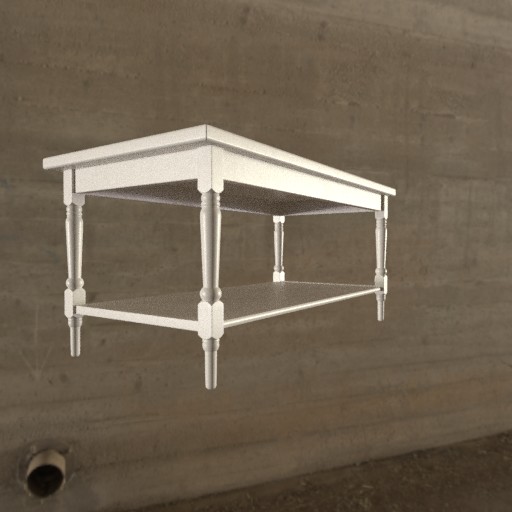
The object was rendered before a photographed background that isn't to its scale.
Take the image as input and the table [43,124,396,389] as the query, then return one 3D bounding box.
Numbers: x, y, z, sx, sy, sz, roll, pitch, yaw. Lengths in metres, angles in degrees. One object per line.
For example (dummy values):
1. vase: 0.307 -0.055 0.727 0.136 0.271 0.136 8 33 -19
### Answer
1. table: 0.000 0.000 1.427 0.550 0.510 1.107 1 1 35
